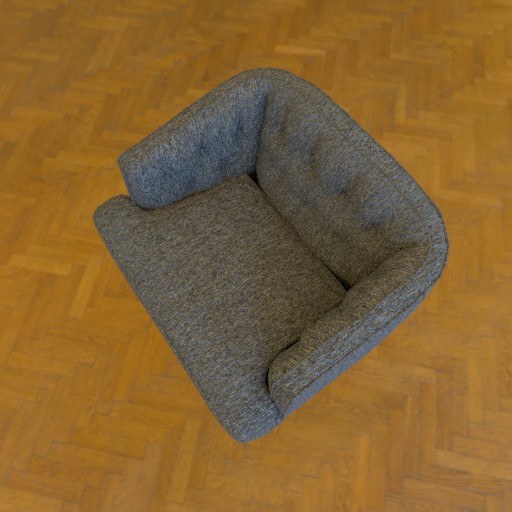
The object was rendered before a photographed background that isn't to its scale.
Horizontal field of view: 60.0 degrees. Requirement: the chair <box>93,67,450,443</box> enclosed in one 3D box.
[{"bbox_3d":[0.000,0.000,1.767,0.941,0.852,1.104,-33,69,-14],"label":"chair"}]
